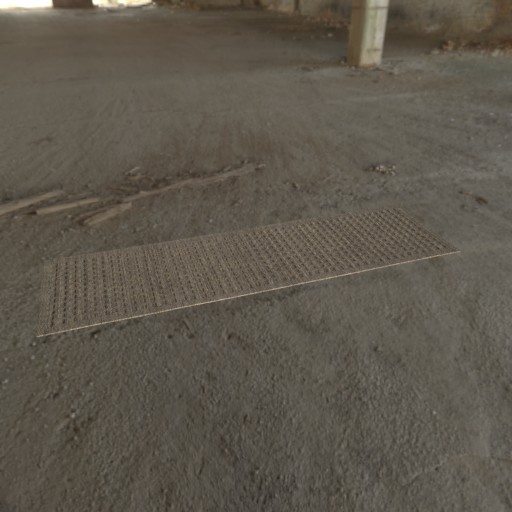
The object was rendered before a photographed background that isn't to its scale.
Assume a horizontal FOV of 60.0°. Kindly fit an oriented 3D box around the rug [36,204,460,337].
[{"bbox_3d":[0.000,0.000,2.701,2.443,0.009,0.706,-10,33,-16],"label":"rug"}]
